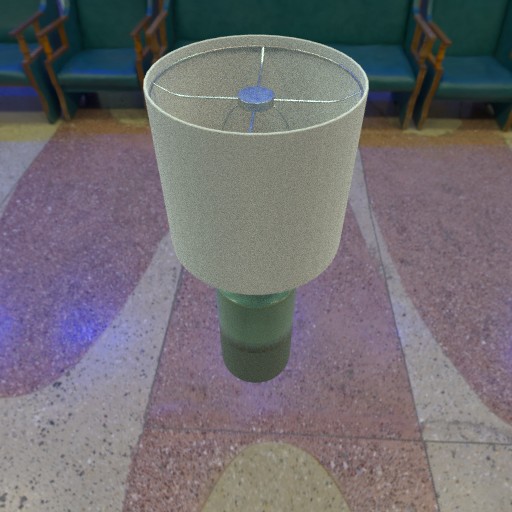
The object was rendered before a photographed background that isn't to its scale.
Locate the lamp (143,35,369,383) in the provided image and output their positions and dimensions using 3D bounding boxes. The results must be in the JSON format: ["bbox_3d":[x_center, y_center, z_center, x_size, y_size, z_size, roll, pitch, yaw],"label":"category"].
[{"bbox_3d":[0.000,0.000,0.599,0.212,0.493,0.212,3,46,3],"label":"lamp"}]
